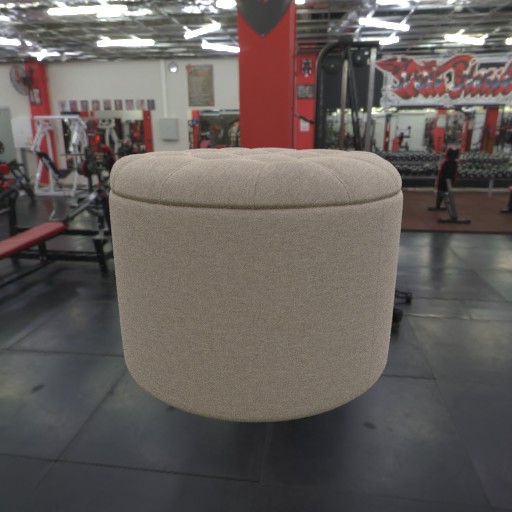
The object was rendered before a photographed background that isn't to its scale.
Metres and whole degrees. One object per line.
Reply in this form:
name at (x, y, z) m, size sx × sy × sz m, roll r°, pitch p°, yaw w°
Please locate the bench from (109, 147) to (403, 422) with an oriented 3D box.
bench at (0.000, 0.000, 0.987) m, size 0.600 × 0.454 × 0.600 m, roll 0°, pitch 16°, yaw 0°
